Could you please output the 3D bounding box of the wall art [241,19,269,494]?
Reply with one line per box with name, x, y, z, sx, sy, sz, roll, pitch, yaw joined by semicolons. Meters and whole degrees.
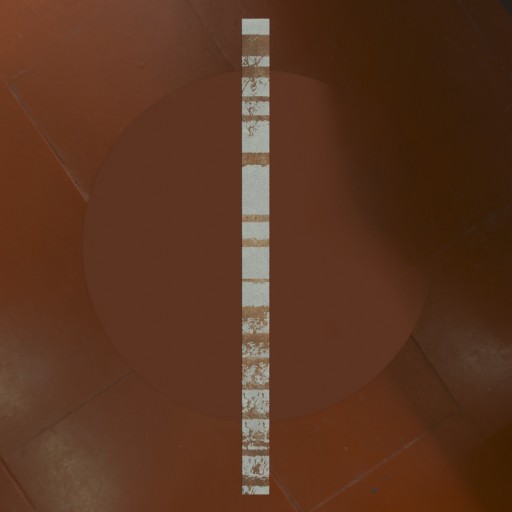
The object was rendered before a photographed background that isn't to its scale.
wall art;0.000;0.000;0.770;0.035;0.405;0.609;0;91;0
